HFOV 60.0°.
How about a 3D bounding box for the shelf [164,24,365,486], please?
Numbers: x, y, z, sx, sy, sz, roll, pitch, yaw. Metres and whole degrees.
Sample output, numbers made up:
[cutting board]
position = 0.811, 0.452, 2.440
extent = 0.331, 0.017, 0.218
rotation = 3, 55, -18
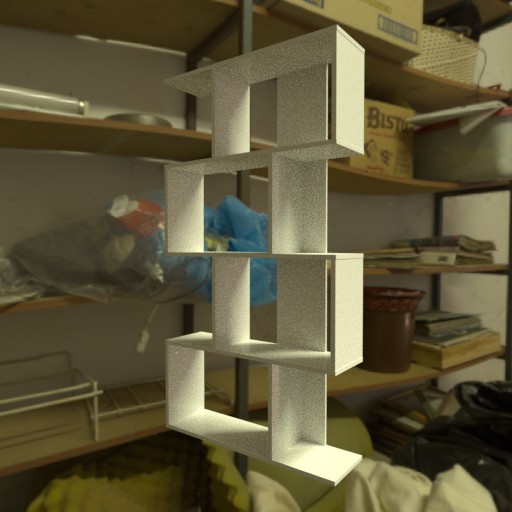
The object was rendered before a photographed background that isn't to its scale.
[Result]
[shelf]
position = 0.000, 0.000, 1.946
extent = 0.890, 1.650, 0.250
rotation = 1, 2, 36
